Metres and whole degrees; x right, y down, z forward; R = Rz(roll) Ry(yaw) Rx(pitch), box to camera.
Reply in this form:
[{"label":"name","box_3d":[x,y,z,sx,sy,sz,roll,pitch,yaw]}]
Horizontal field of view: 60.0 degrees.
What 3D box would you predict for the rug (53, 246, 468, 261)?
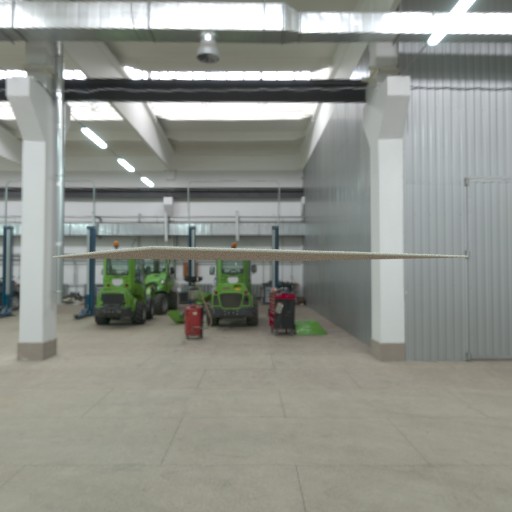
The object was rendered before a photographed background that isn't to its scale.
[{"label":"rug","box_3d":[0.000,0.000,3.945,2.921,0.032,2.311,1,-2,-36]}]
